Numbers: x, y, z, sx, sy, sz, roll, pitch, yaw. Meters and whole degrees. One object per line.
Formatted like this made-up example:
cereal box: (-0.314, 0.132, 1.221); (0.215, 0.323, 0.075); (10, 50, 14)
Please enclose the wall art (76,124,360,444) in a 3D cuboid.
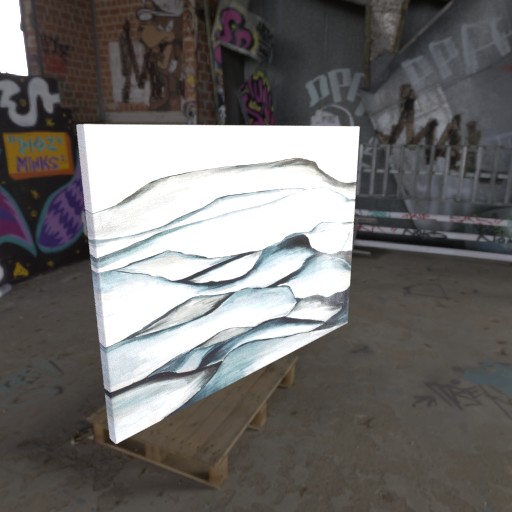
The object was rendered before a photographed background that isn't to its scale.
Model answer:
wall art: (0.000, 0.000, 1.620); (1.219, 0.915, 0.039); (-15, 22, -43)
